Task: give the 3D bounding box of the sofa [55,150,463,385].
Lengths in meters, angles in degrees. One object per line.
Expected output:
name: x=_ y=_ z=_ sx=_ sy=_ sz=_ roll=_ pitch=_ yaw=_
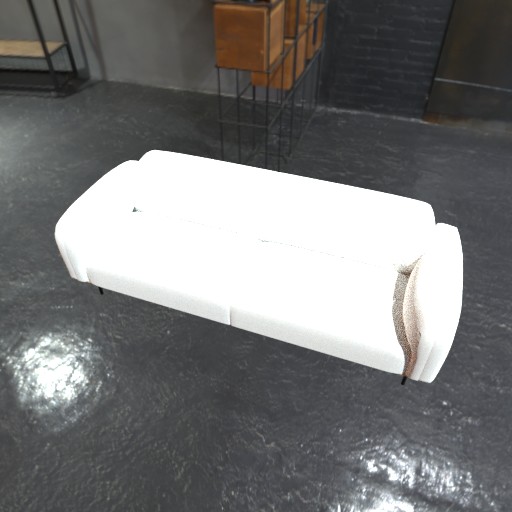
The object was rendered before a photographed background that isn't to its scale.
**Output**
sofa: x=0.000 y=0.000 z=2.687 sx=2.280 sy=0.780 sz=0.870 roll=14 pitch=44 yaw=15
